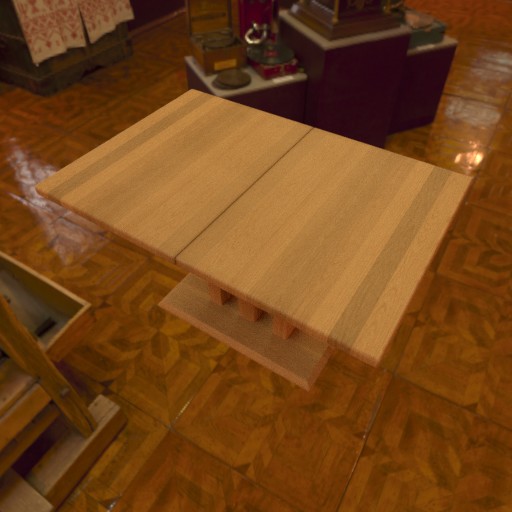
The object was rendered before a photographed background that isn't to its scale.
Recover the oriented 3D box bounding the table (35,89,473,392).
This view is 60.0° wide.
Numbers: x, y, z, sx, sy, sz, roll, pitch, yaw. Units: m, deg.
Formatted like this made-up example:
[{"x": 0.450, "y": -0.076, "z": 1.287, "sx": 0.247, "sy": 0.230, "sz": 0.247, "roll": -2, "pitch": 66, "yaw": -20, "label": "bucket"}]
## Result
[{"x": 0.000, "y": 0.000, "z": 1.862, "sx": 1.300, "sy": 0.770, "sz": 0.900, "roll": 25, "pitch": 51, "yaw": 22, "label": "table"}]
